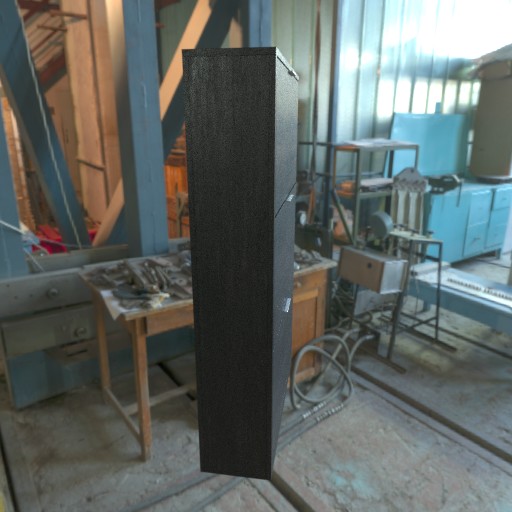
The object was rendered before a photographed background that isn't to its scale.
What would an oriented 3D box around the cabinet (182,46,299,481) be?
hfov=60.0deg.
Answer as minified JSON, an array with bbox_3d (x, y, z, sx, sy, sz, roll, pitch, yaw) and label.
[{"bbox_3d":[0.000,0.000,1.615,0.250,1.280,0.750,3,17,9],"label":"cabinet"}]
